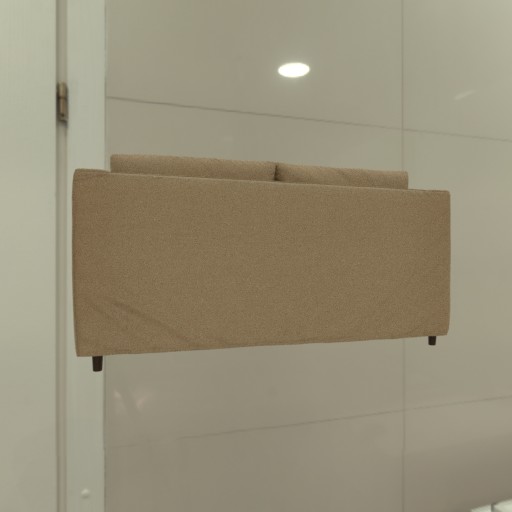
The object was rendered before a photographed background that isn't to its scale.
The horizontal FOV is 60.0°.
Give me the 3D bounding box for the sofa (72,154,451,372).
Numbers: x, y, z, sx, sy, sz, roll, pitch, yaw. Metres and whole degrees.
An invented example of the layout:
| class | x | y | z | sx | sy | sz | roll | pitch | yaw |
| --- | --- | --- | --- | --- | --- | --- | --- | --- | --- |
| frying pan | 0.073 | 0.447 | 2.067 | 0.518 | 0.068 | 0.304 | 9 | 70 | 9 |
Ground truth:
| class | x | y | z | sx | sy | sz | roll | pitch | yaw |
| --- | --- | --- | --- | --- | --- | --- | --- | --- | --- |
| sofa | 0.000 | 0.000 | 2.679 | 2.010 | 1.018 | 1.072 | 0 | 0 | -19 |
